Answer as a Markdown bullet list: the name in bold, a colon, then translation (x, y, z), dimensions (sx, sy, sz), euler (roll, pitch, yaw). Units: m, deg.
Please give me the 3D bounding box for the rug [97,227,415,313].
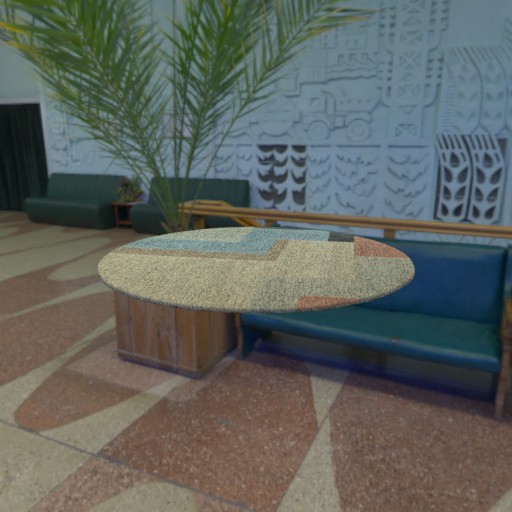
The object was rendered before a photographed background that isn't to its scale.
- **rug**: translation (0.000, 0.000, 3.624), dimensions (2.461, 0.033, 2.461), euler (0, 14, 0)
